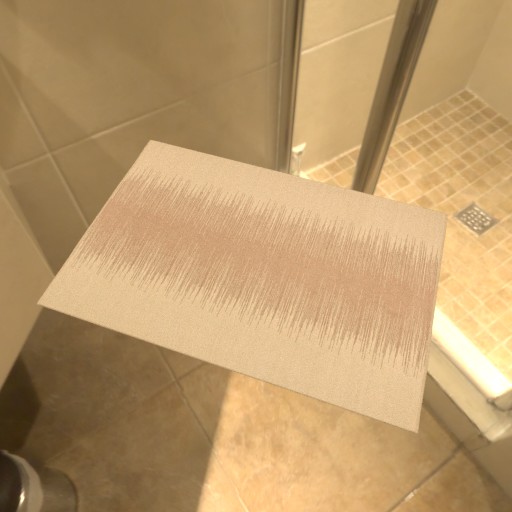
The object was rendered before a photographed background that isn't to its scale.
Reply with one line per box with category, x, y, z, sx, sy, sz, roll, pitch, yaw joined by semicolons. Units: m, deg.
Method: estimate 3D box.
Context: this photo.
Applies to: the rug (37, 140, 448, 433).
rug;0.000;0.000;2.323;1.850;0.006;1.234;16;58;10
